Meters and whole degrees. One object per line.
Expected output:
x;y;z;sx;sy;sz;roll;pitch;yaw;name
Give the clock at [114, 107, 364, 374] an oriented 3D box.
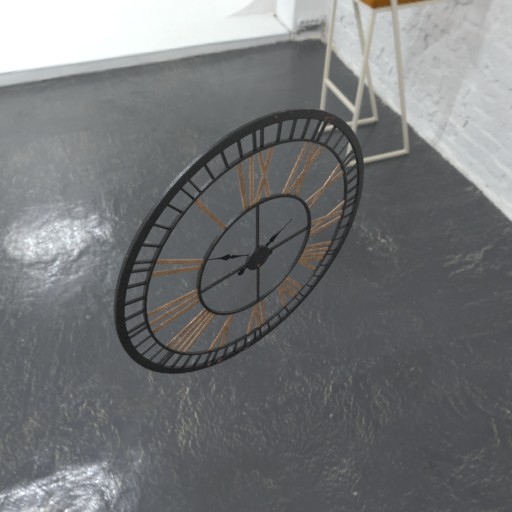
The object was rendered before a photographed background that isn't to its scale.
0.000;0.000;1.231;0.843;0.843;0.025;-31;54;-26;clock
